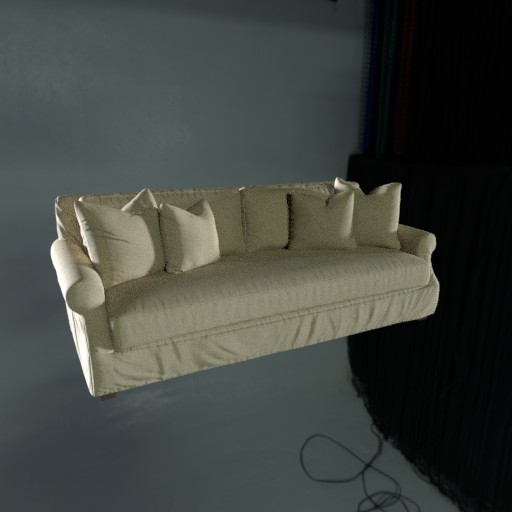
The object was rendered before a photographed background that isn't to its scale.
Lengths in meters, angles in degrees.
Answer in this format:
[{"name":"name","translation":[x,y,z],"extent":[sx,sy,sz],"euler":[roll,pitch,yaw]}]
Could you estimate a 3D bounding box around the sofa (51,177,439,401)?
[{"name":"sofa","translation":[0.000,0.000,2.770],"extent":[2.285,0.904,1.067],"euler":[-8,17,-27]}]
